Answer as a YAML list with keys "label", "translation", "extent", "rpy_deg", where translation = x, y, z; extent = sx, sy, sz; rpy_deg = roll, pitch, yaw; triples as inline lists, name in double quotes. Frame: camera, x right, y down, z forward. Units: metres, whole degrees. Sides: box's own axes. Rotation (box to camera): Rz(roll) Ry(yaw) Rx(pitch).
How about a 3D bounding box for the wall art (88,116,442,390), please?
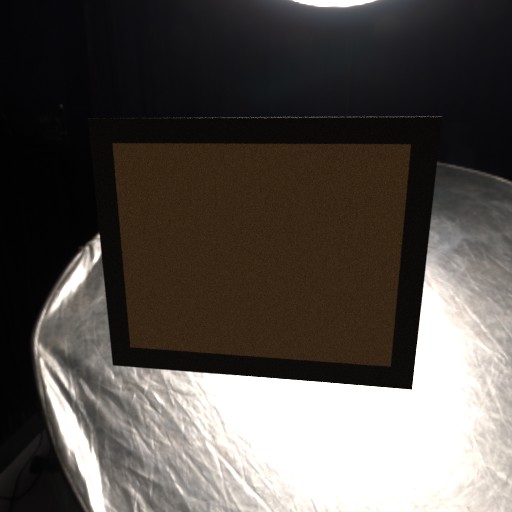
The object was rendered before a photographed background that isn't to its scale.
- label: "wall art"
  translation: [0.000, 0.000, 0.771]
  extent: [0.561, 0.460, 0.028]
  rpy_deg: [2, 16, 8]
